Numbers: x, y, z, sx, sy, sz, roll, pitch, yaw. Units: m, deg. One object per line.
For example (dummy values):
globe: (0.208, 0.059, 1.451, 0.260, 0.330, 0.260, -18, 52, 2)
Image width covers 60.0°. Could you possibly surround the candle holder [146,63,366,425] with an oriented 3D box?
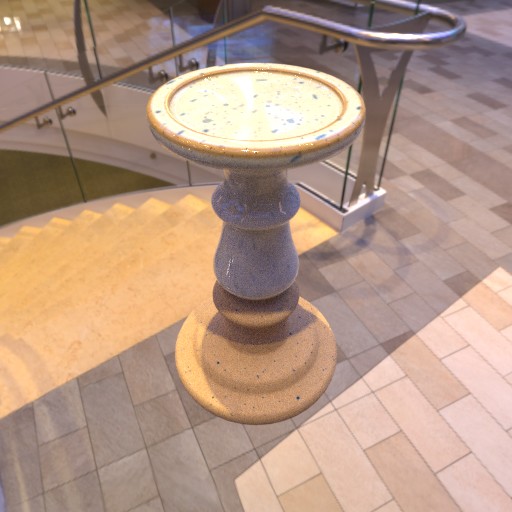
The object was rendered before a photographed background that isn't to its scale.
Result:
candle holder: (0.000, 0.000, 0.278, 0.123, 0.202, 0.123, 0, 42, 0)
